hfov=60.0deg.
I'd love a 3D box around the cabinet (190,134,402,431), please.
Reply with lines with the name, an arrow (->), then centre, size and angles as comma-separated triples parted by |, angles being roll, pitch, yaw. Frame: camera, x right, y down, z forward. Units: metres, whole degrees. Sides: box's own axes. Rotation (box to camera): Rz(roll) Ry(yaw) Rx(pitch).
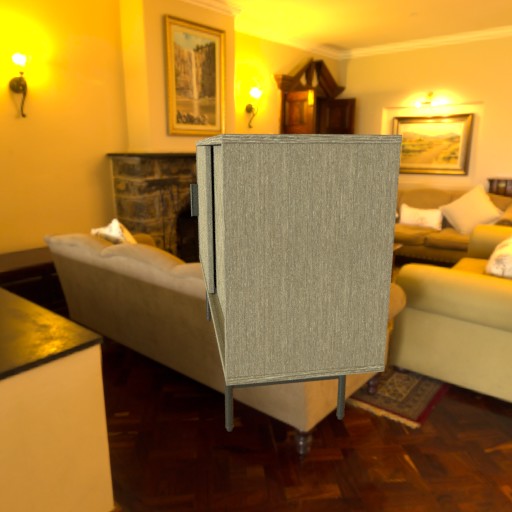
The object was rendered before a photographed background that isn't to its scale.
cabinet -> 0.000, 0.000, 1.545 | 0.405, 0.787, 1.194 | -2, 14, -10
